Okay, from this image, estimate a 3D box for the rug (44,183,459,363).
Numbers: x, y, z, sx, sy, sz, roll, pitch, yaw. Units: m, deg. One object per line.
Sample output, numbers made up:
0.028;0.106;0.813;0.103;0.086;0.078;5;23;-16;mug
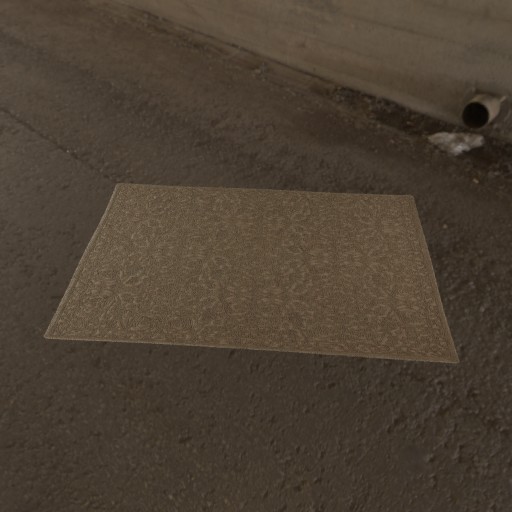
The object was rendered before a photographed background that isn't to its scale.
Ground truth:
0.000;0.000;3.109;2.435;0.012;1.529;3;46;3;rug
